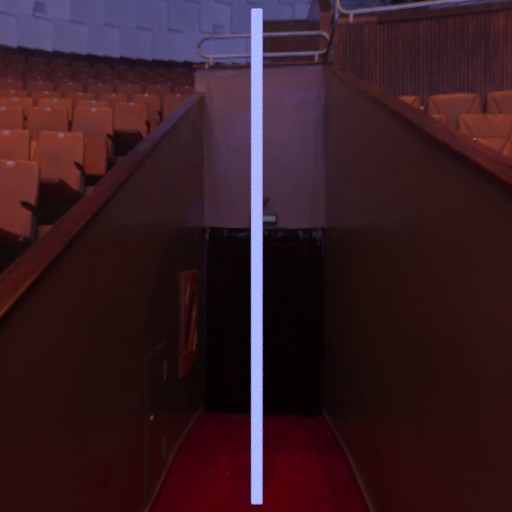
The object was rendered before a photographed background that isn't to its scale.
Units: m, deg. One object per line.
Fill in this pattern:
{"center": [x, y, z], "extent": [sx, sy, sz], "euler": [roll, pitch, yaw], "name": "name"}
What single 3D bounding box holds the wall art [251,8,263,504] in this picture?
{"center": [0.000, 0.000, 0.594], "extent": [0.011, 0.482, 0.329], "euler": [0, 1, 0], "name": "wall art"}
